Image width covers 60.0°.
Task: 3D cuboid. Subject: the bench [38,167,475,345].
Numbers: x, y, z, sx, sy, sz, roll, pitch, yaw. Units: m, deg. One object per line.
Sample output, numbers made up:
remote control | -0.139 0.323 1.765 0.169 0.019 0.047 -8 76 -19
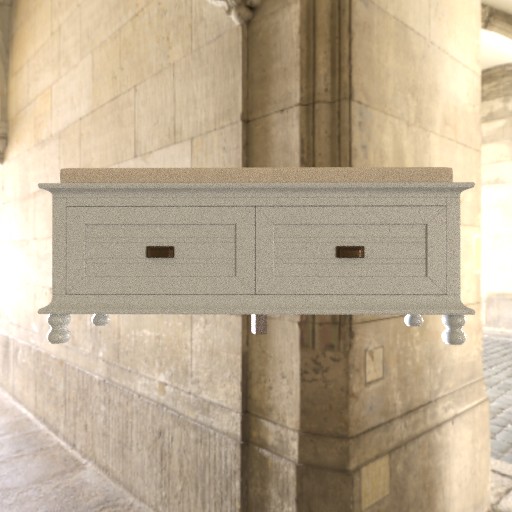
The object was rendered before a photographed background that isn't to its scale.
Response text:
bench | 0.000 0.000 1.400 1.185 0.486 0.402 0 0 1
